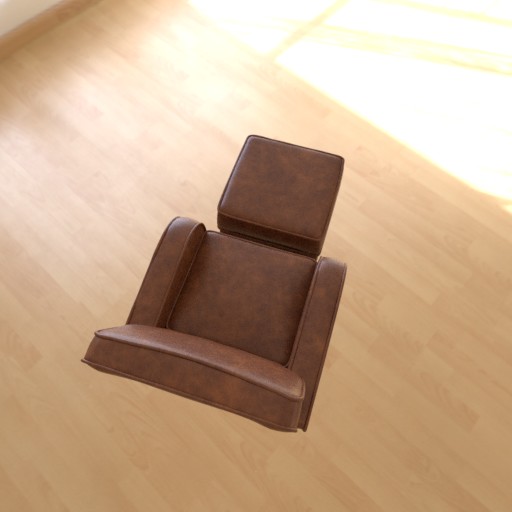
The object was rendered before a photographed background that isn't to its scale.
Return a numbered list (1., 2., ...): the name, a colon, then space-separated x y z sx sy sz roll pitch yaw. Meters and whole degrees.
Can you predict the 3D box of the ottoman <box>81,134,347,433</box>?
1. ottoman: 0.000 0.000 1.832 0.732 0.904 1.314 16 65 8
